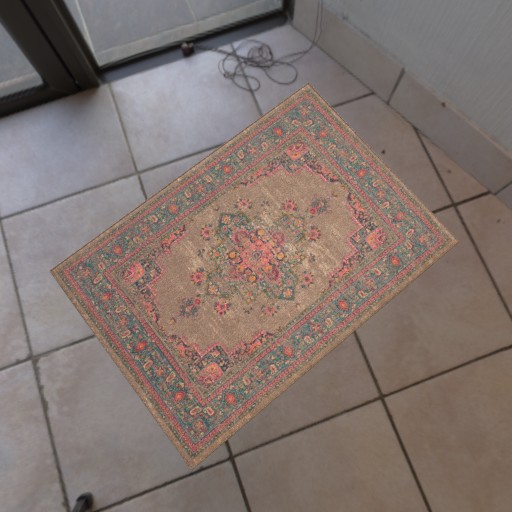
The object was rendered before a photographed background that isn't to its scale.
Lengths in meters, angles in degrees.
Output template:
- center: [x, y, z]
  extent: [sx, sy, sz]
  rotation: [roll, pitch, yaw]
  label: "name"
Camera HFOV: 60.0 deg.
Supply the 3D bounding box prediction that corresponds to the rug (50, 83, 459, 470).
- center: [0.000, 0.000, 3.787]
  extent: [2.890, 0.013, 2.005]
  rotation: [-38, 79, -9]
  label: "rug"
